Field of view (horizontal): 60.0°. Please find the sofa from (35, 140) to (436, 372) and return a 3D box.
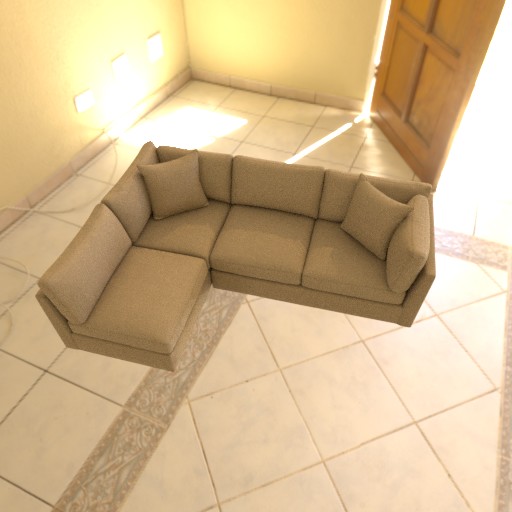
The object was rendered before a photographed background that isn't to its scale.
[{"bbox_3d":[0.000,0.000,3.827,2.896,0.978,1.994,10,47,10],"label":"sofa"}]
